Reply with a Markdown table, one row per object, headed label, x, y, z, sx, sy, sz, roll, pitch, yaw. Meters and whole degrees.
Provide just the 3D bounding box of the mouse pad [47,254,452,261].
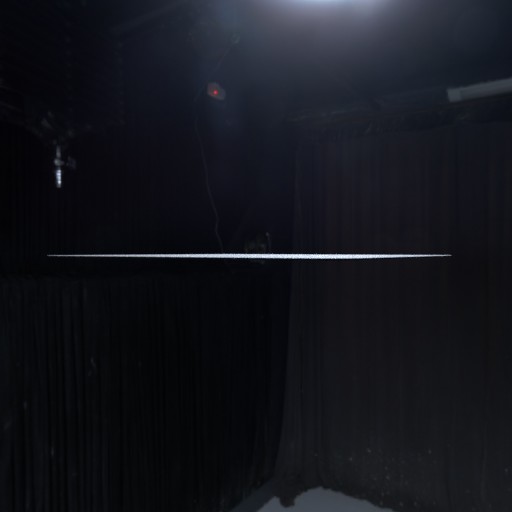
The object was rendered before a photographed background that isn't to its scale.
| label | x | y | z | sx | sy | sz | roll | pitch | yaw |
| --- | --- | --- | --- | --- | --- | --- | --- | --- | --- |
| mouse pad | 0.000 | 0.000 | 0.635 | 0.451 | 0.002 | 0.393 | 0 | 1 | 36 |
